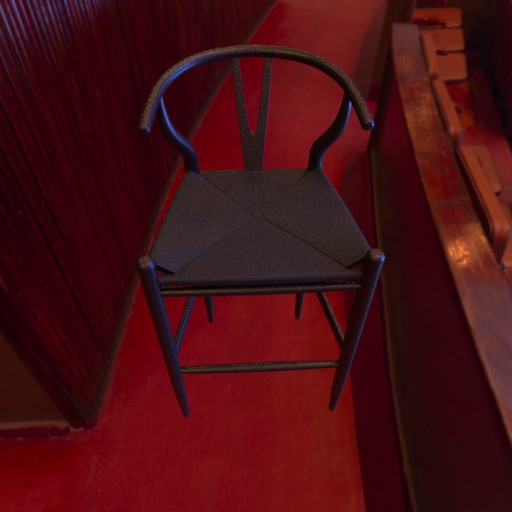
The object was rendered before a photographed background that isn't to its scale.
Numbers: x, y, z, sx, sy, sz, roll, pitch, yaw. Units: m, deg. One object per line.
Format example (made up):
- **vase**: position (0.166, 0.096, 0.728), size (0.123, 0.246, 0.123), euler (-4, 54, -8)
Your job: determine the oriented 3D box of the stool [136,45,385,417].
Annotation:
- **stool**: position (0.000, 0.000, 1.395), size (0.569, 1.072, 0.579), euler (-2, 47, -2)
